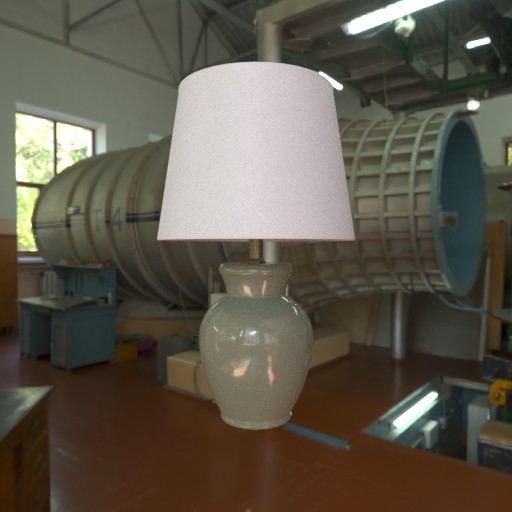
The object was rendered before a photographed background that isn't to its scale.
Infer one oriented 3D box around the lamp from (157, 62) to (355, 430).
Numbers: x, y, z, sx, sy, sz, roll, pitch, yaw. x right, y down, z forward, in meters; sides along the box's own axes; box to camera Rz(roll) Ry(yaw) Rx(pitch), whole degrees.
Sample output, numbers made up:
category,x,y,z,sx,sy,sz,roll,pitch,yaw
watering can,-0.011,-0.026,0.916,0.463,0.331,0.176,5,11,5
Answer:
category,x,y,z,sx,sy,sz,roll,pitch,yaw
lamp,0.000,0.000,0.549,0.239,0.399,0.239,0,1,0
